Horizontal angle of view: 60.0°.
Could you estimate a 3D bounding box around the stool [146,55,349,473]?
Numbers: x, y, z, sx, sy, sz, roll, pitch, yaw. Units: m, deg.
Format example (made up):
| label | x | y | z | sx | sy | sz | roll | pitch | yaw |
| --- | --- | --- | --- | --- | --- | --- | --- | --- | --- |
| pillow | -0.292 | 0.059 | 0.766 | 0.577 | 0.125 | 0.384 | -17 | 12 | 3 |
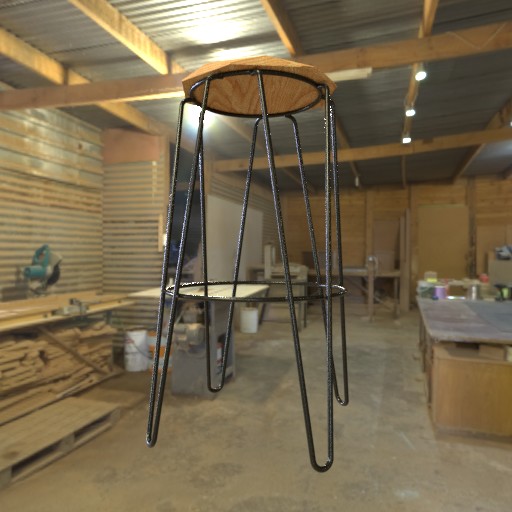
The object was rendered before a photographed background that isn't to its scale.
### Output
| label | x | y | z | sx | sy | sz | roll | pitch | yaw |
| --- | --- | --- | --- | --- | --- | --- | --- | --- | --- |
| stool | 0.000 | 0.000 | 0.800 | 0.326 | 0.610 | 0.326 | 0 | 1 | 17 |
